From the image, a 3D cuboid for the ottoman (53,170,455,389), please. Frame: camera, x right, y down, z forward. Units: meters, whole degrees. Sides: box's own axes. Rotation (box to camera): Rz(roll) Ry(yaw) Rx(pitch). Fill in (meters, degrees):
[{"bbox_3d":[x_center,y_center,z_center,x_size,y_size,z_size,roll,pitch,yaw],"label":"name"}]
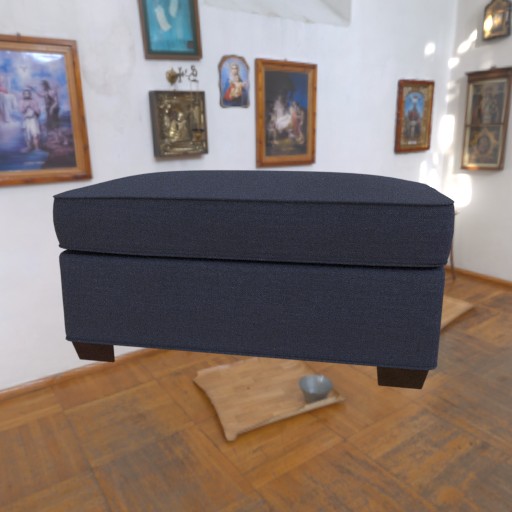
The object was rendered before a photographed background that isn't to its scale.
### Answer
[{"bbox_3d":[0.000,0.000,1.199,0.895,0.453,0.505,3,15,9],"label":"ottoman"}]
